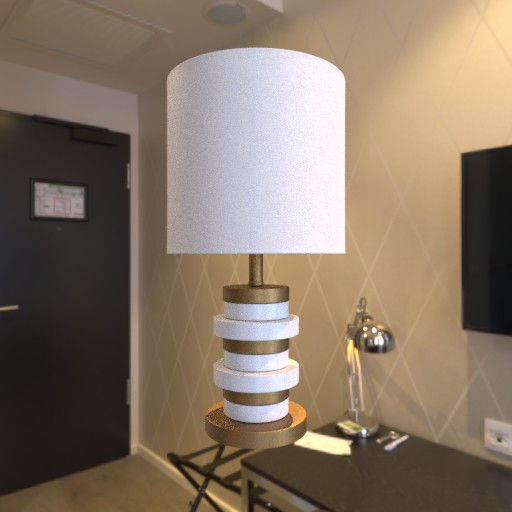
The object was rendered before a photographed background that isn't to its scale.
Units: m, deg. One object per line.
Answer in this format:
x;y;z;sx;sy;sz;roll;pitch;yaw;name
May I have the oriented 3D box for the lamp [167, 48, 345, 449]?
0.000;0.000;0.531;0.210;0.410;0.210;0;0;18;lamp
